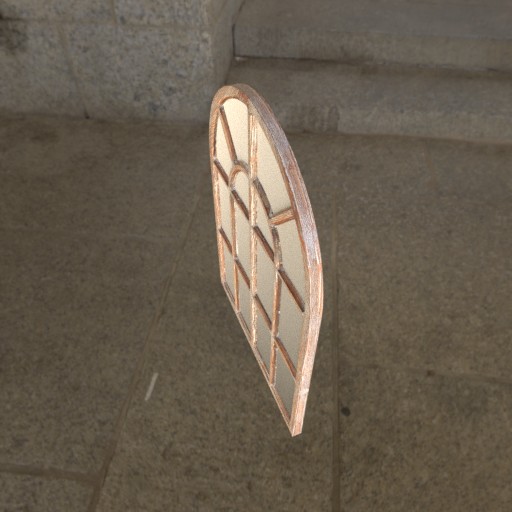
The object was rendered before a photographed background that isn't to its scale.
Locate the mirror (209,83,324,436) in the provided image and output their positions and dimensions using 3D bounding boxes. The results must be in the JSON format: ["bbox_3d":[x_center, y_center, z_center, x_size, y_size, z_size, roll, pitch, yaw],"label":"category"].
[{"bbox_3d":[0.000,0.000,1.218,0.032,0.920,0.660,-16,48,-15],"label":"mirror"}]
